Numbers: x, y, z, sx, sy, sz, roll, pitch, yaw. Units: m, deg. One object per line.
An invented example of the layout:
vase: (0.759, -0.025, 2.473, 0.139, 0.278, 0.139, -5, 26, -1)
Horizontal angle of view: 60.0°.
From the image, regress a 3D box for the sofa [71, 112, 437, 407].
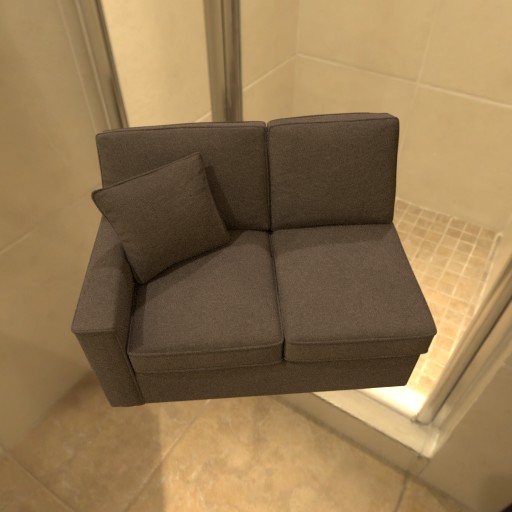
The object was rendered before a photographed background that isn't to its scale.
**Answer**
sofa: (0.000, 0.000, 2.029, 1.388, 0.989, 0.991, -3, 45, -3)
